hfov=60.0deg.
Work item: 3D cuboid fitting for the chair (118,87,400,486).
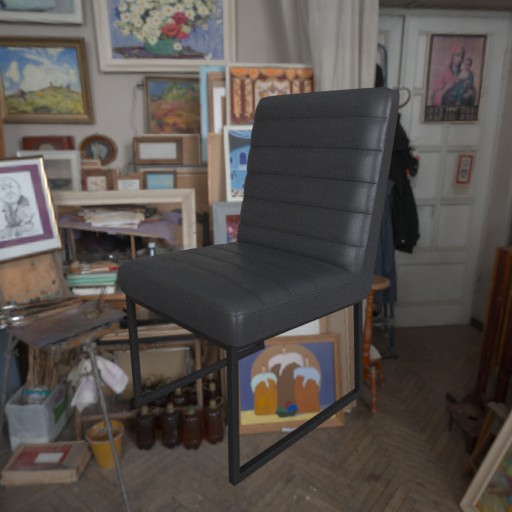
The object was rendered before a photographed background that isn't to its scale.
[{"bbox_3d":[0.000,0.000,1.289,0.634,0.930,0.520,-15,21,-42],"label":"chair"}]
